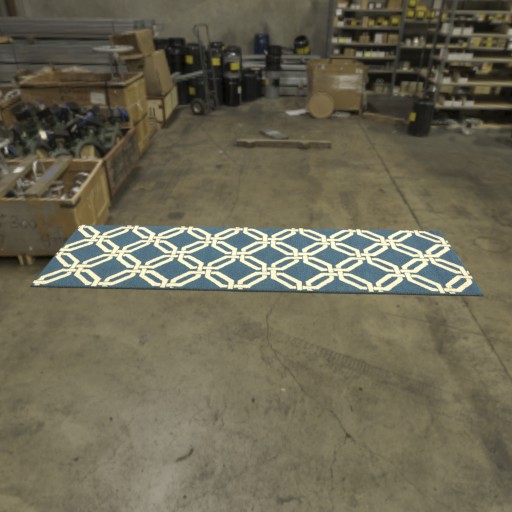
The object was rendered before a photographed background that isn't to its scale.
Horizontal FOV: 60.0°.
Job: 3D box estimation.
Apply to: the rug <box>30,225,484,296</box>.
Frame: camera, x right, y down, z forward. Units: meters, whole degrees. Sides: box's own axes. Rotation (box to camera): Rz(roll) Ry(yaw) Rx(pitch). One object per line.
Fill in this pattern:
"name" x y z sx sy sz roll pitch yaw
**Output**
"rug" 0.000 0.000 2.508 2.276 0.014 0.678 1 31 2
